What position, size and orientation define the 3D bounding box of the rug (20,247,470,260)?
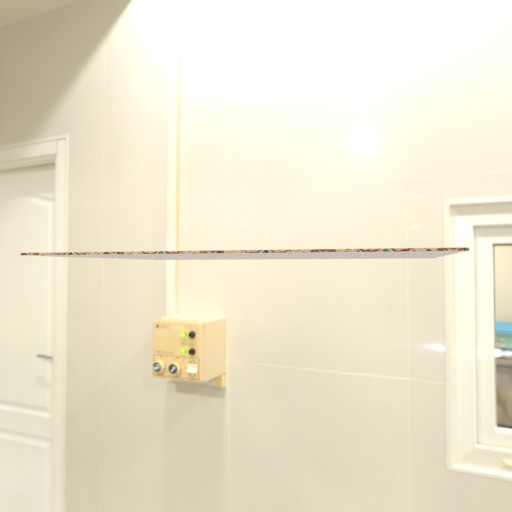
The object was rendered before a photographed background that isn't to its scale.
[{"bbox_3d":[0.000,0.000,2.296,1.838,0.013,1.226,0,-2,17],"label":"rug"}]
